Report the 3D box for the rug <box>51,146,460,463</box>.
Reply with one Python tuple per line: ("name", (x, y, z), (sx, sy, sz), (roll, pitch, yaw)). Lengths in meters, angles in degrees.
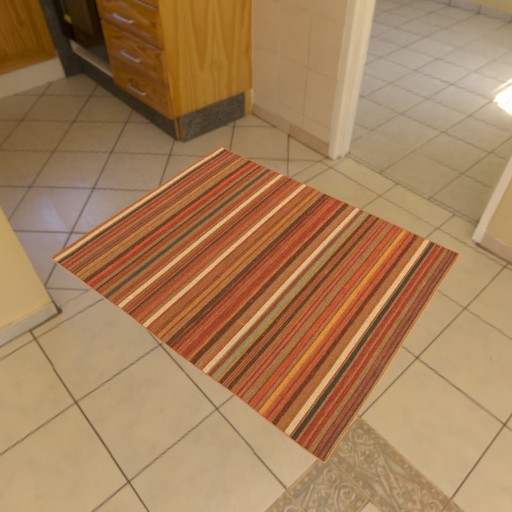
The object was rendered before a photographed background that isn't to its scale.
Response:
("rug", (0.000, 0.000, 4.263), (3.092, 0.023, 2.479), (30, 53, 25))
